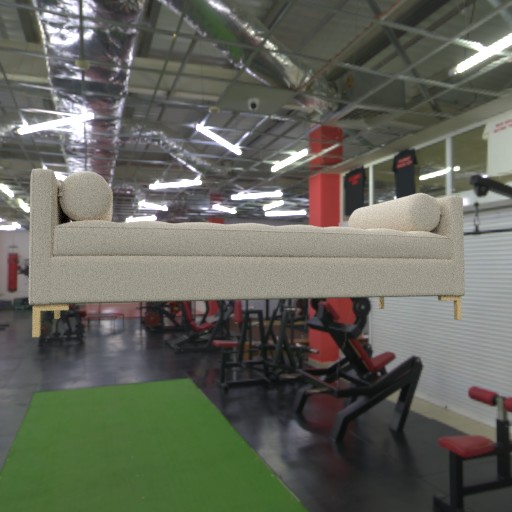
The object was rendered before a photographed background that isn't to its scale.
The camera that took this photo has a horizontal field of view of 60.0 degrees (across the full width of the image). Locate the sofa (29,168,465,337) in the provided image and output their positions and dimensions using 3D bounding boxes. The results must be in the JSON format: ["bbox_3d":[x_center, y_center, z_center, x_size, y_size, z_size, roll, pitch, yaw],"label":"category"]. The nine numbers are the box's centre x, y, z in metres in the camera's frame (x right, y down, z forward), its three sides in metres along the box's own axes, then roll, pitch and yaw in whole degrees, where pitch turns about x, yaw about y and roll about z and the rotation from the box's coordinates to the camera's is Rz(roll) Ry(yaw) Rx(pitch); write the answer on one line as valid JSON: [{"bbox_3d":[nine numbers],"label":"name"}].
[{"bbox_3d":[0.000,0.000,2.261,1.985,0.641,0.746,1,-2,-18],"label":"sofa"}]
